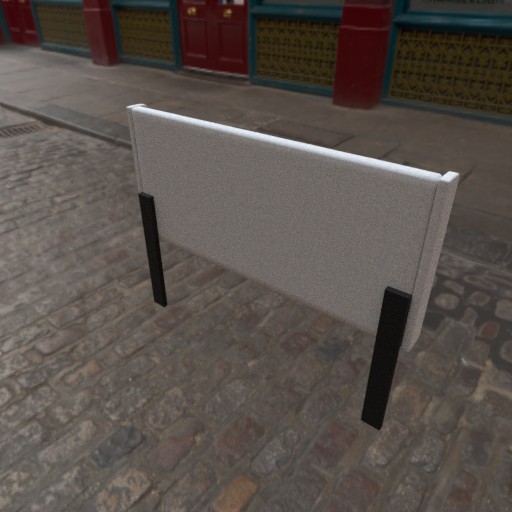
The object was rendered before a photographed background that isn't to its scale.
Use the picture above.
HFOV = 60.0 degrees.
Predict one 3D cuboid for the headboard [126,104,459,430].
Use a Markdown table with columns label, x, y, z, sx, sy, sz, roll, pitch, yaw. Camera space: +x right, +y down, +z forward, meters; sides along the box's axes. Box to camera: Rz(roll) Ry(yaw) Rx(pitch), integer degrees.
| label | x | y | z | sx | sy | sz | roll | pitch | yaw |
| --- | --- | --- | --- | --- | --- | --- | --- | --- | --- |
| headboard | 0.000 | 0.000 | 2.735 | 2.051 | 1.524 | 0.184 | 22 | 38 | 32 |
